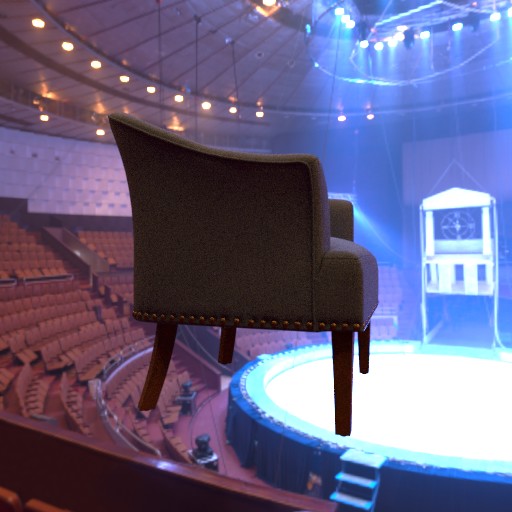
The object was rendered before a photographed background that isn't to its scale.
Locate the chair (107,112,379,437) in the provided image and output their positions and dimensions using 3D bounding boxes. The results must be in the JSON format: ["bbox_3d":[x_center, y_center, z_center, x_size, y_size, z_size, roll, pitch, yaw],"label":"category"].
[{"bbox_3d":[0.000,0.000,1.368,0.704,0.815,0.798,0,-1,18],"label":"chair"}]
